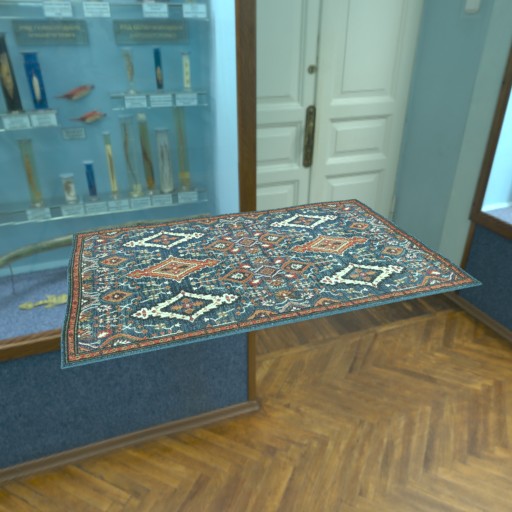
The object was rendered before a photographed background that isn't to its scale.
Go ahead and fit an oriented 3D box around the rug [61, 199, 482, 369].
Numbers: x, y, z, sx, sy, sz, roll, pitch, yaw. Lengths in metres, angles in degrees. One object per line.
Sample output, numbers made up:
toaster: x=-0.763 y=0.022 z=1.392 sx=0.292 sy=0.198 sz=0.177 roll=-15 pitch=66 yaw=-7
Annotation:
rug: x=0.000 y=0.000 z=2.306 sx=1.847 sy=0.014 sz=1.195 roll=-9 pitch=29 yaw=-16
